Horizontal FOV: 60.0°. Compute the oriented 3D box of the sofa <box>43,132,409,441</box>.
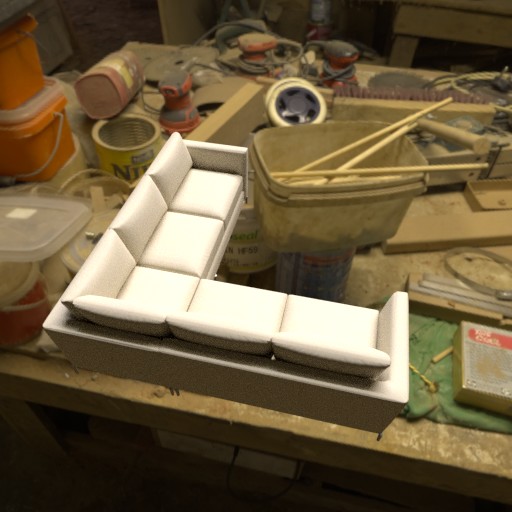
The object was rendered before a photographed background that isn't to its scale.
[{"bbox_3d":[0.000,0.000,3.796,2.430,0.867,2.448,10,47,9],"label":"sofa"}]
